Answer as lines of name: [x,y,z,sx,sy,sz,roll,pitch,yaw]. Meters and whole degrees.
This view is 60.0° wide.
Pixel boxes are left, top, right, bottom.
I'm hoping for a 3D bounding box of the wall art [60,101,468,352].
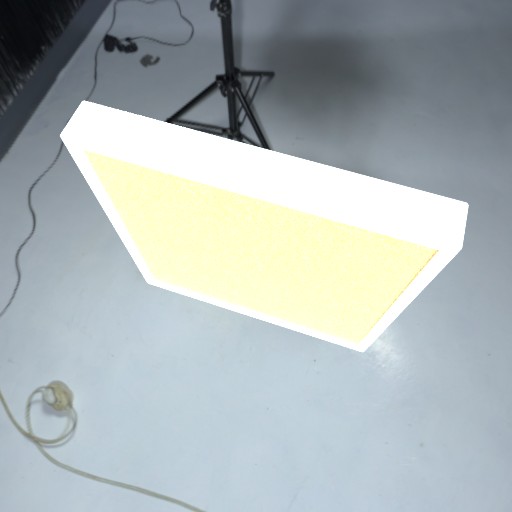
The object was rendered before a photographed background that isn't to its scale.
wall art: [0.000,0.000,0.463,0.305,0.305,0.038,17,66,8]
